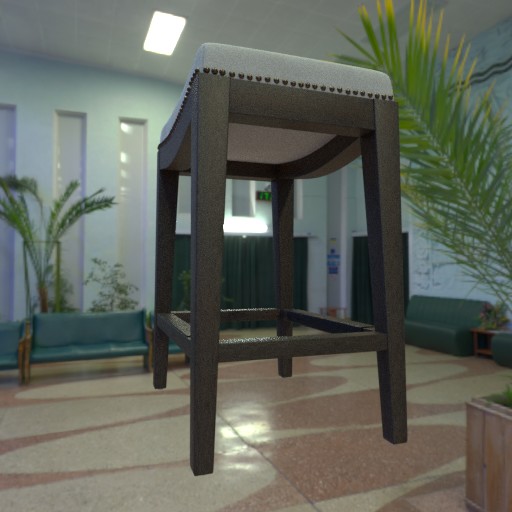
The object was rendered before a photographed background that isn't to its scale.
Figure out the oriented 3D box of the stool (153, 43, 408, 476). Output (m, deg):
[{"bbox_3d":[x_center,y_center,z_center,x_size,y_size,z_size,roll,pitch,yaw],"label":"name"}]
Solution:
[{"bbox_3d":[0.000,0.000,0.922,0.361,0.642,0.500,1,-2,-19],"label":"stool"}]
